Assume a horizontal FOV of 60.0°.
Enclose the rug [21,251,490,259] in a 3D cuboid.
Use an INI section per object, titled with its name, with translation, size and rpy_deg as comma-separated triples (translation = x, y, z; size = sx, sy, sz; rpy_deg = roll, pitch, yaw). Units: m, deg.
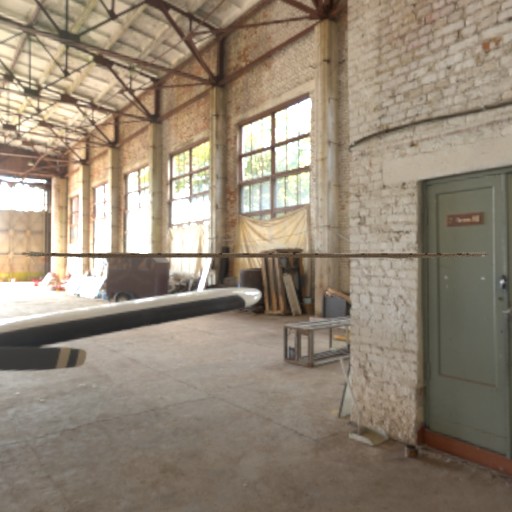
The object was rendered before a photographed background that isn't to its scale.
[rug]
translation = 0.000, 0.000, 2.492
size = 2.023, 0.028, 1.224
rpy_deg = 0, -1, -1
